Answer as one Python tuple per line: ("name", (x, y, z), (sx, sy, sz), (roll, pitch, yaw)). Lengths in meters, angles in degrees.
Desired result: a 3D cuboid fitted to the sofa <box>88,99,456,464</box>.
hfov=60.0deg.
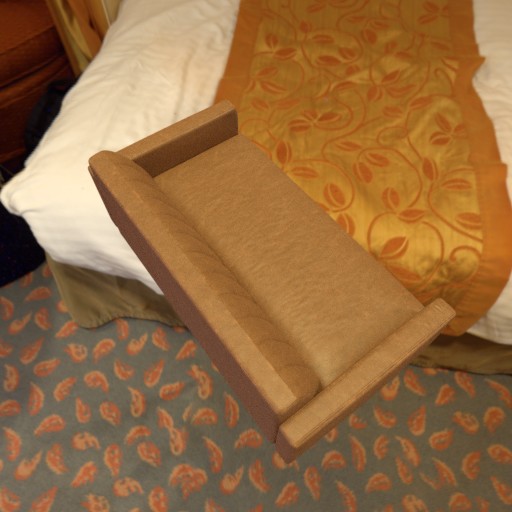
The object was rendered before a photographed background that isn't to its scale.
("sofa", (0.000, 0.000, 2.429), (0.993, 0.821, 1.847), (-32, 64, -18))
